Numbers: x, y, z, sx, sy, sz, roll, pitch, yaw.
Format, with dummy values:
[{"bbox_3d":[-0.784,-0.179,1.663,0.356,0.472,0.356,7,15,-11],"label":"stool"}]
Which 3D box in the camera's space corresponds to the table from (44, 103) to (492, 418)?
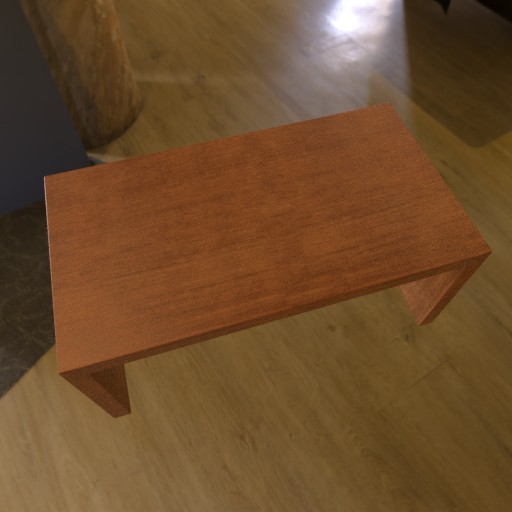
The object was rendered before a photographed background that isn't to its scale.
[{"bbox_3d":[0.000,0.000,1.283,1.000,0.419,0.549,-15,59,-9],"label":"table"}]
